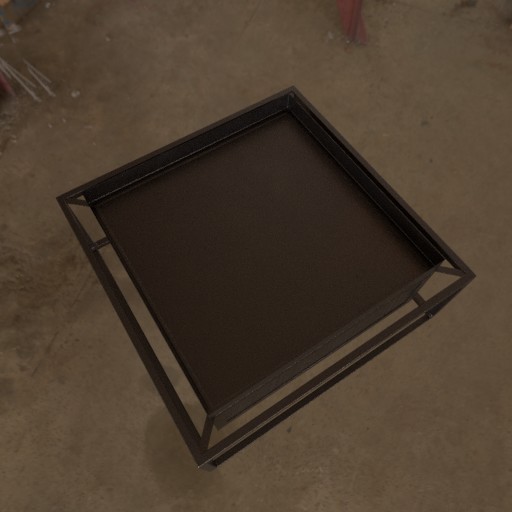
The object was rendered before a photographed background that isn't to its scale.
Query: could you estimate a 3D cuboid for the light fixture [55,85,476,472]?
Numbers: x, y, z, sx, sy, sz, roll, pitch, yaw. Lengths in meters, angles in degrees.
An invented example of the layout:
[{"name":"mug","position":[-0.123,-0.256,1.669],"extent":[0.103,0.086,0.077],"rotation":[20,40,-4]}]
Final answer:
[{"name":"light fixture","position":[0.000,0.000,0.701],"extent":[0.441,0.191,0.441],"rotation":[-30,67,-14]}]
